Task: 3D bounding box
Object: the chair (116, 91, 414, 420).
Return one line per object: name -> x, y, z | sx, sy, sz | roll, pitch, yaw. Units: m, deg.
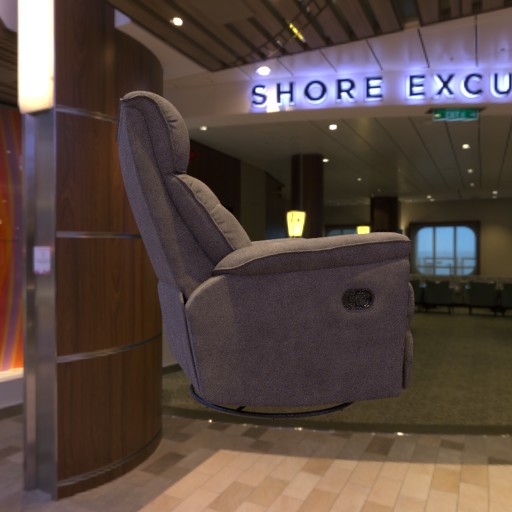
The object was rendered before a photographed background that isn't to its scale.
chair -> 0.000, 0.000, 1.697 | 1.009, 1.036, 0.830 | 0, 1, -19
